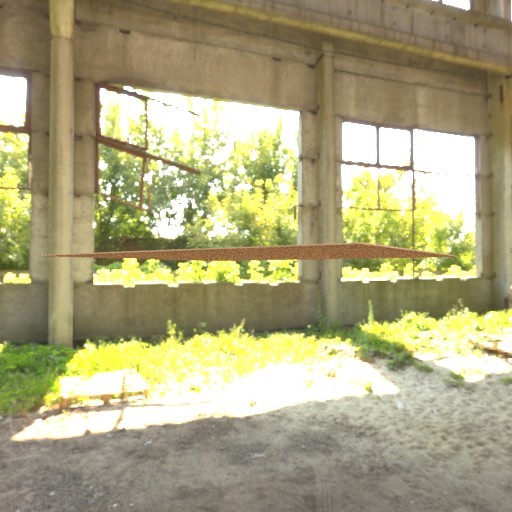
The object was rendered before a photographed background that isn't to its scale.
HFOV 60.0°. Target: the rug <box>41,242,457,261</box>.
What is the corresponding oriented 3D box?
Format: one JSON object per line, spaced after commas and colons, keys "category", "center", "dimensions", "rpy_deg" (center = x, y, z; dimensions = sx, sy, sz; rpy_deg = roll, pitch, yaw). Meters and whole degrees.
{"category": "rug", "center": [0.000, 0.000, 4.103], "dimensions": [3.048, 0.013, 2.439], "rpy_deg": [-1, -2, 35]}
